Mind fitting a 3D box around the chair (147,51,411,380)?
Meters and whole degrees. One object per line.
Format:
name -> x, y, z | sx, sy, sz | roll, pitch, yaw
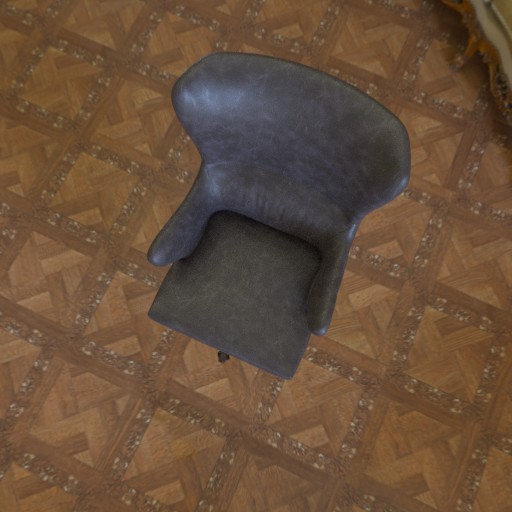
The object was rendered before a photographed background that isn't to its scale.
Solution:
chair -> 0.000, 0.000, 1.446 | 0.594, 1.037, 0.717 | 23, 76, 6
